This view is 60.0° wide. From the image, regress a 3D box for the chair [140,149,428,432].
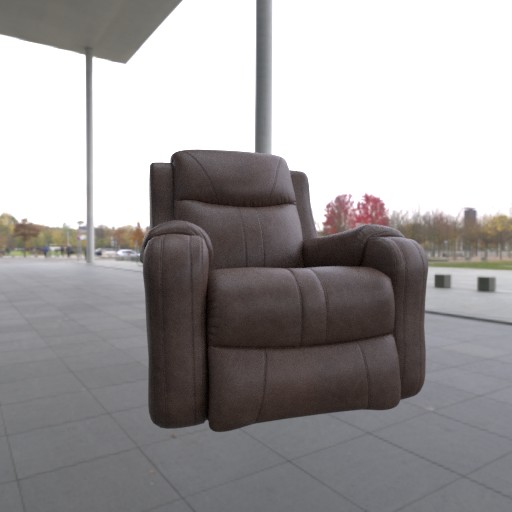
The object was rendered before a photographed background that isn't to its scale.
[{"bbox_3d":[0.000,0.000,1.775,0.940,0.990,1.067,0,1,-18],"label":"chair"}]
